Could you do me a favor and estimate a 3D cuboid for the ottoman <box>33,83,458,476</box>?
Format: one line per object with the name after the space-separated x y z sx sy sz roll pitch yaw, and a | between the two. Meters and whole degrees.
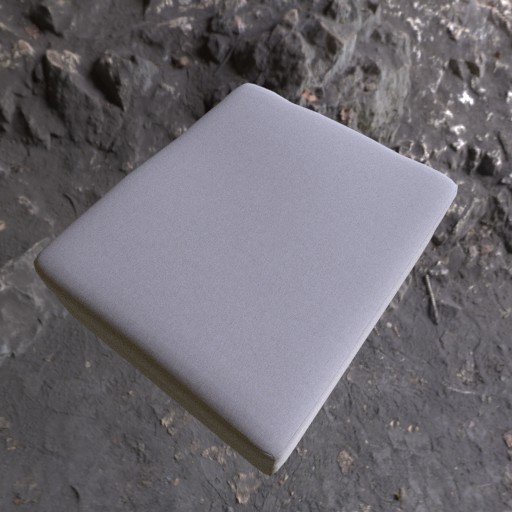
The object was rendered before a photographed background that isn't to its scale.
0.000 0.000 1.413 0.836 0.492 0.976 32 63 19 | ottoman
